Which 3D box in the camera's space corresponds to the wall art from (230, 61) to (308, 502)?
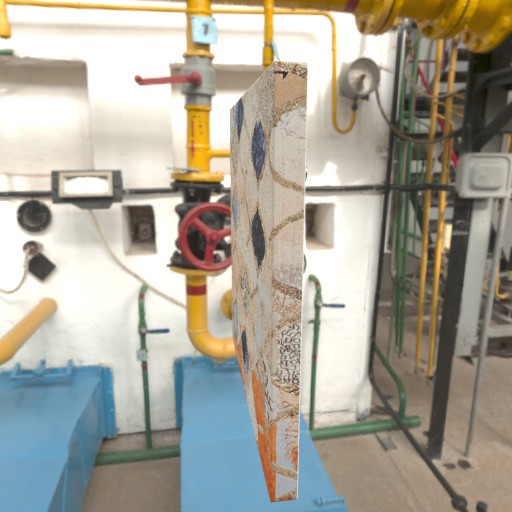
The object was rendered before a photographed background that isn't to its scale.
[{"bbox_3d":[0.000,0.000,0.733,0.038,0.508,0.507,-2,13,-8],"label":"wall art"}]
